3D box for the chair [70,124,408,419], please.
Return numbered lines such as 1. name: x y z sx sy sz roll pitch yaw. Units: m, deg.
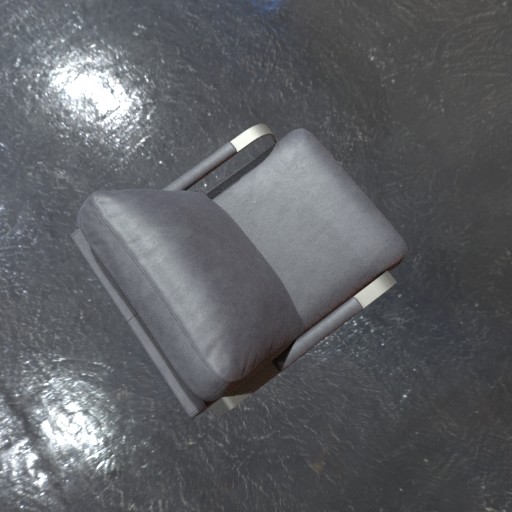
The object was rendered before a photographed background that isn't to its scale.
1. chair: 0.000 0.000 1.478 0.878 0.839 0.692 -35 78 -9
